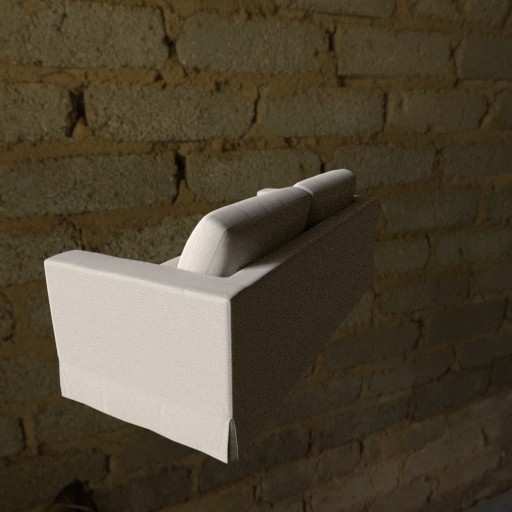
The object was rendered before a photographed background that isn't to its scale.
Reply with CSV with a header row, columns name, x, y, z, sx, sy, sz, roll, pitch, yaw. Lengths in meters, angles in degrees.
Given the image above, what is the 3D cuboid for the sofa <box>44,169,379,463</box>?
name,x,y,z,sx,sy,sz,roll,pitch,yaw
sofa,0.000,0.000,2.632,0.954,0.881,2.163,9,20,26
